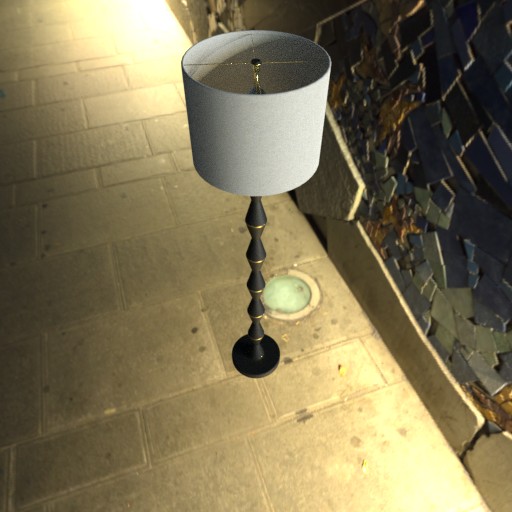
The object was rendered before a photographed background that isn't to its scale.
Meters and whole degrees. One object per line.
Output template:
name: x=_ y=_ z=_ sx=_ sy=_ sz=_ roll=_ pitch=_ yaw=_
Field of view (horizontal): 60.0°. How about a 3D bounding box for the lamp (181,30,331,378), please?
lamp: x=0.000 y=0.000 z=1.672 sx=0.381 sy=1.480 sz=0.381 roll=-3 pitch=47 yaw=-3
